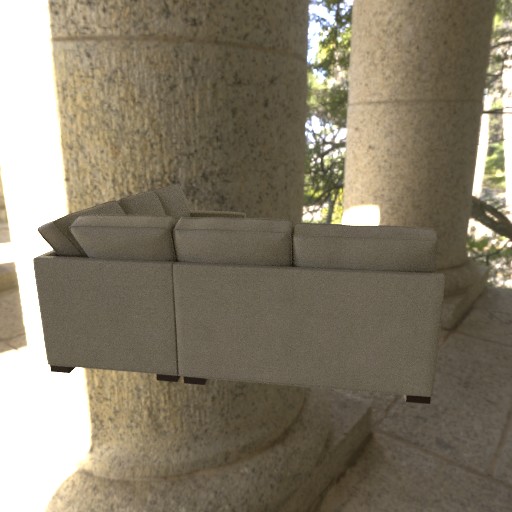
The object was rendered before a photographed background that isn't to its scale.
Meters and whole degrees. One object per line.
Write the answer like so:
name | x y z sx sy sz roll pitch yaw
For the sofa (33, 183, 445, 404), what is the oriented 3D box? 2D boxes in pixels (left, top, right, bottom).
sofa | 0.000 0.000 3.377 2.188 0.936 2.211 2 15 8
